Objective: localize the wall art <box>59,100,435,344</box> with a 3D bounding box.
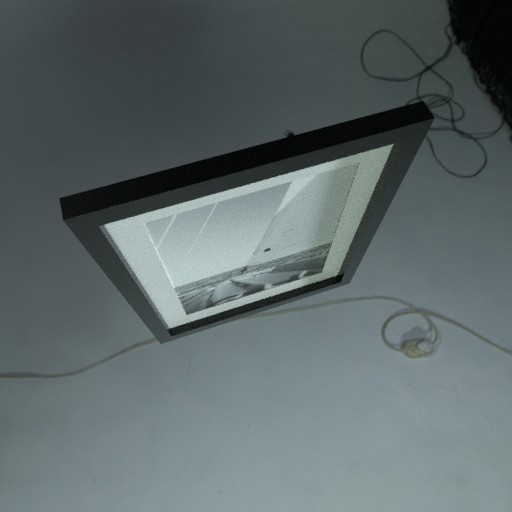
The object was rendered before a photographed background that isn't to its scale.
[{"bbox_3d":[0.000,0.000,0.781,0.461,0.558,0.031,-17,66,-8],"label":"wall art"}]
